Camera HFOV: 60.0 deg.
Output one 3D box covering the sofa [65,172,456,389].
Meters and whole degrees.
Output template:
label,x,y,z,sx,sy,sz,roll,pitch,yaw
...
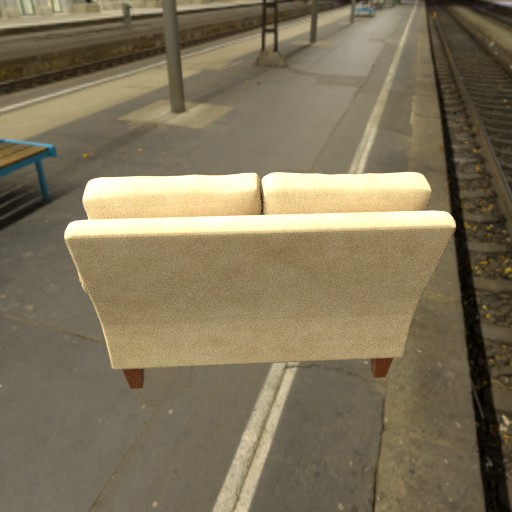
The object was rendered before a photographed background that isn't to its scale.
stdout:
label,x,y,z,sx,sy,sz,roll,pitch,yaw
sofa,0.000,0.000,2.287,1.498,1.087,1.086,-2,31,-3
